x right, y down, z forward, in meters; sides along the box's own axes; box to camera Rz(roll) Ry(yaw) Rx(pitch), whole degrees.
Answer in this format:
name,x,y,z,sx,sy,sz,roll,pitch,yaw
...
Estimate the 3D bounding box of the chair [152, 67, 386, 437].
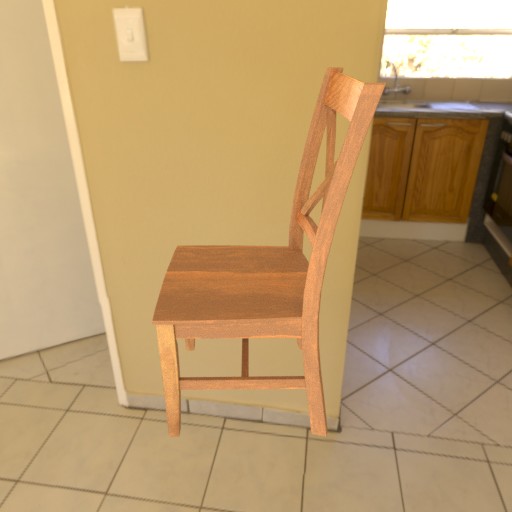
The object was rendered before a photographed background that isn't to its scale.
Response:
name,x,y,z,sx,sy,sz,roll,pitch,yaw
chair,0.000,0.000,1.291,0.542,0.983,0.485,0,27,-1
